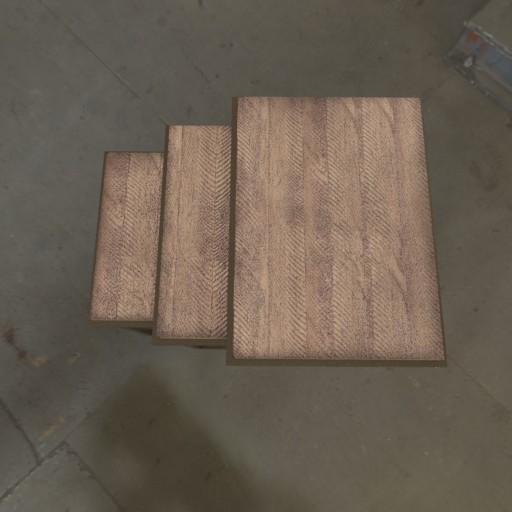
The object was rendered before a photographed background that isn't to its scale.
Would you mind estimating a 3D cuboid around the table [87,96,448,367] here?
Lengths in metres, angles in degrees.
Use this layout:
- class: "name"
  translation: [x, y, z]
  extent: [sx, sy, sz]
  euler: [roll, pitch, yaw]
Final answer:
- class: "table"
  translation: [0.000, 0.000, 1.155]
  extent: [0.706, 0.610, 0.559]
  euler: [0, 76, 0]
